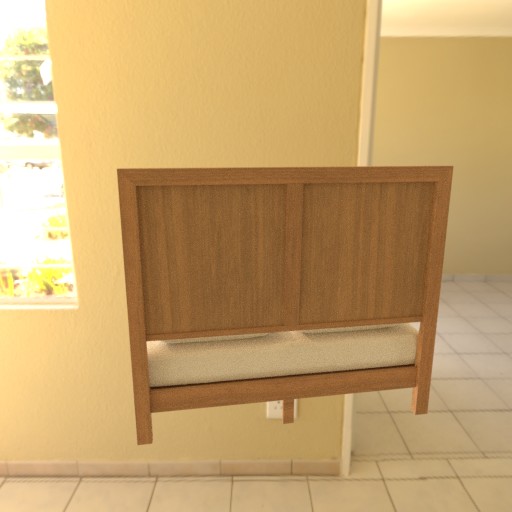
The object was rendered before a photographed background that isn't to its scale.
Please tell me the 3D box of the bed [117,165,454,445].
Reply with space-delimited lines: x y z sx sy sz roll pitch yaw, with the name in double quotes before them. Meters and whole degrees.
"bed" 0.000 0.000 3.272 1.606 1.387 2.184 -2 14 -10
